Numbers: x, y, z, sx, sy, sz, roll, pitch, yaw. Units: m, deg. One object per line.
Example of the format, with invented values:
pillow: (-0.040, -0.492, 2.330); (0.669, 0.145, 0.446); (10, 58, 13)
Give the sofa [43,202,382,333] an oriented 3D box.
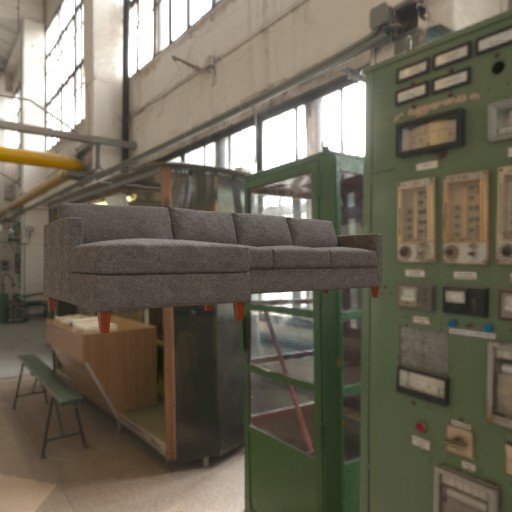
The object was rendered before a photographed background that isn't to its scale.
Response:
sofa: (0.000, 0.000, 4.242); (3.471, 0.954, 1.606); (0, -1, -36)
